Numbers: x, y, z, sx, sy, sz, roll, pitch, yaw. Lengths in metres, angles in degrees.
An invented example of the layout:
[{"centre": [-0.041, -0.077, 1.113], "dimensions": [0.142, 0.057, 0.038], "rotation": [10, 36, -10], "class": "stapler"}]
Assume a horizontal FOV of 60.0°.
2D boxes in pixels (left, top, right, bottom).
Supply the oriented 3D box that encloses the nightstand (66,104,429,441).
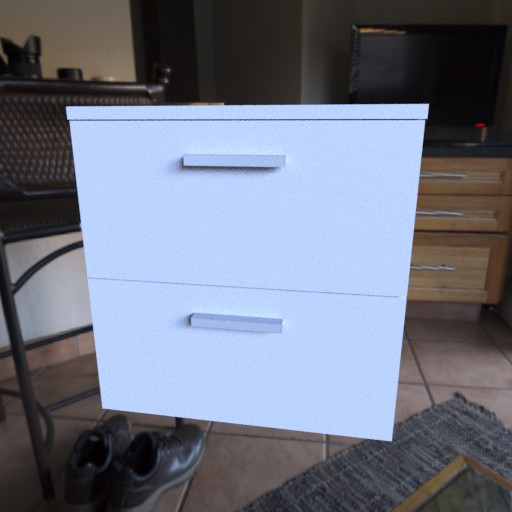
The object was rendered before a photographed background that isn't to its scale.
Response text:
[{"centre": [0.000, 0.000, 0.732], "dimensions": [0.441, 0.460, 0.325], "rotation": [3, 17, 10], "class": "nightstand"}]
